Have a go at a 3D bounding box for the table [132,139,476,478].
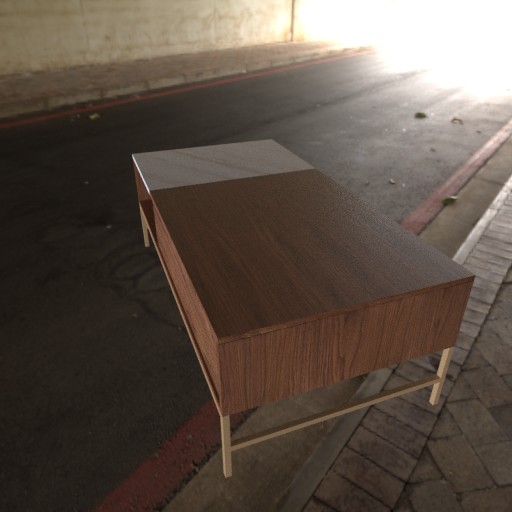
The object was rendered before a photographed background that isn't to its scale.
[{"bbox_3d":[0.000,0.000,1.947,0.789,0.551,1.553,-11,32,-18],"label":"table"}]
